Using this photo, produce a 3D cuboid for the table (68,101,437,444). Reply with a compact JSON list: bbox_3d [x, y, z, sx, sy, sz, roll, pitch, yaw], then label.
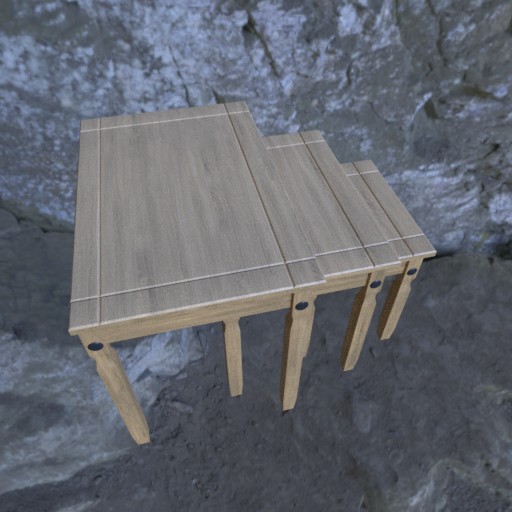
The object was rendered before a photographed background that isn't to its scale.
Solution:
[{"bbox_3d":[0.000,0.000,1.179,0.773,0.535,0.660,-10,48,-9],"label":"table"}]
